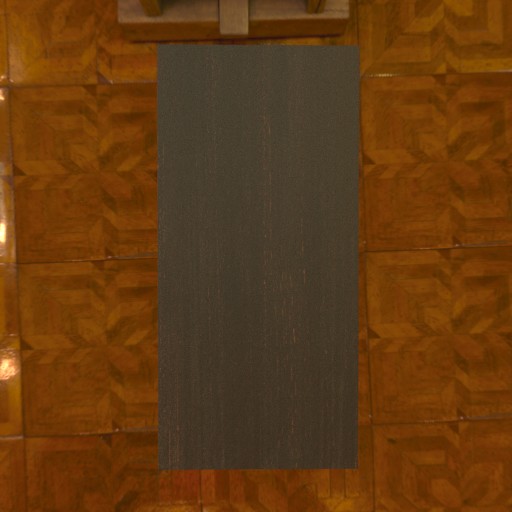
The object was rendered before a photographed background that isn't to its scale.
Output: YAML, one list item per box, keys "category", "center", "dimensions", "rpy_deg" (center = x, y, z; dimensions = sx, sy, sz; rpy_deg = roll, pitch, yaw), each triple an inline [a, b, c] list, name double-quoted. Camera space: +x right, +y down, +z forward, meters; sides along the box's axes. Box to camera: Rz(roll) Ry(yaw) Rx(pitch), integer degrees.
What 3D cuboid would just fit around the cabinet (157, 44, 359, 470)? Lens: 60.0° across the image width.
- category: "cabinet"
  center: [0.000, 0.000, 1.421]
  dimensions: [0.451, 0.860, 0.950]
  rpy_deg: [0, 91, -1]
